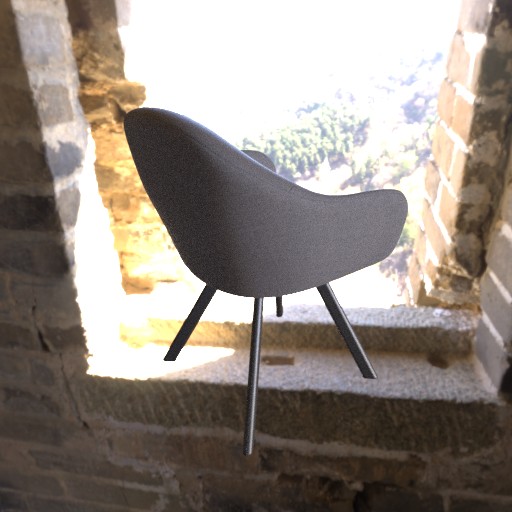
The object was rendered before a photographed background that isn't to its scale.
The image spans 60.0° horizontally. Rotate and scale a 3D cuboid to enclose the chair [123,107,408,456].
[{"bbox_3d":[0.000,0.000,1.169,0.570,0.780,0.540,-17,30,-32],"label":"chair"}]
